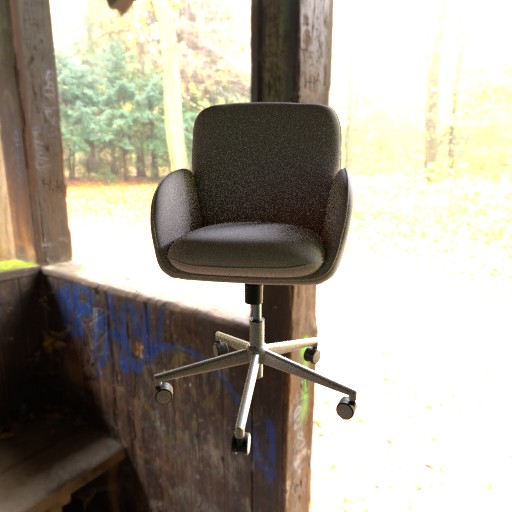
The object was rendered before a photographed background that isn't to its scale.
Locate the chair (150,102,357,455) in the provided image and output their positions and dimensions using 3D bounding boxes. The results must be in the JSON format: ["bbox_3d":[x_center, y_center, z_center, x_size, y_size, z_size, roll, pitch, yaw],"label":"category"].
[{"bbox_3d":[0.000,0.000,1.367,0.648,0.959,0.633,2,14,8],"label":"chair"}]
